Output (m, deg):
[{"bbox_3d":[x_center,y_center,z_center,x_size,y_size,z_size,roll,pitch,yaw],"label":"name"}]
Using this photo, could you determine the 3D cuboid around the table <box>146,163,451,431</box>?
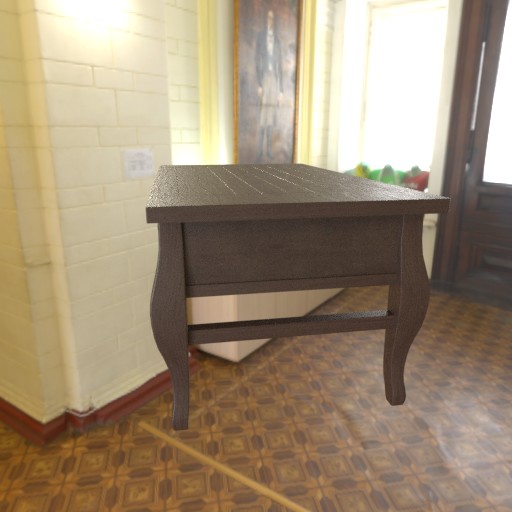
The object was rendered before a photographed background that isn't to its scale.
[{"bbox_3d":[0.000,0.000,1.387,0.600,0.494,1.062,-3,16,-10],"label":"table"}]
